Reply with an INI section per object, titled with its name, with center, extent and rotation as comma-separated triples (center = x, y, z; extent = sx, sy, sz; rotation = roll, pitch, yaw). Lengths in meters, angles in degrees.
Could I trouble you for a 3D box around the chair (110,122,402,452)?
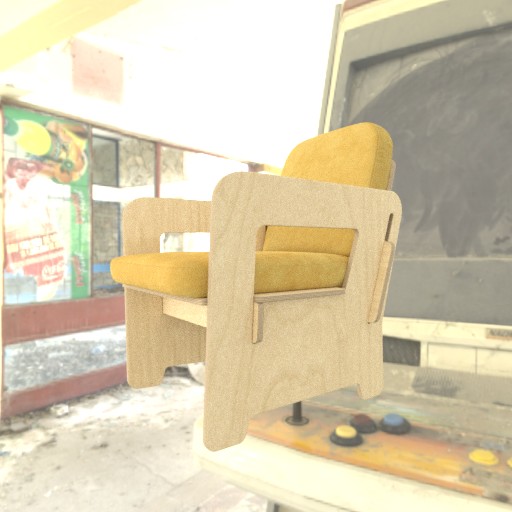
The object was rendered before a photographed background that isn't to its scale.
[chair]
center = 0.000, 0.000, 1.273
extent = 0.710, 0.800, 0.590
rotation = -1, 1, -34
